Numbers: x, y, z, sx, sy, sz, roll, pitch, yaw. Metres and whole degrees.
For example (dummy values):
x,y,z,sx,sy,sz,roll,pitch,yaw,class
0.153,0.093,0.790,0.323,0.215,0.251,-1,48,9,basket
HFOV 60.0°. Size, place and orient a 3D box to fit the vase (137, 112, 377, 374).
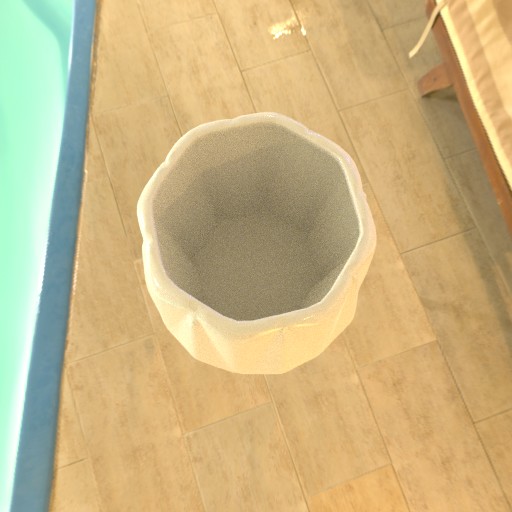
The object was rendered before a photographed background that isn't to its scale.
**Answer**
x,y,z,sx,sy,sz,roll,pitch,yaw,class
0.000,0.000,0.267,0.141,0.152,0.141,0,76,0,vase
